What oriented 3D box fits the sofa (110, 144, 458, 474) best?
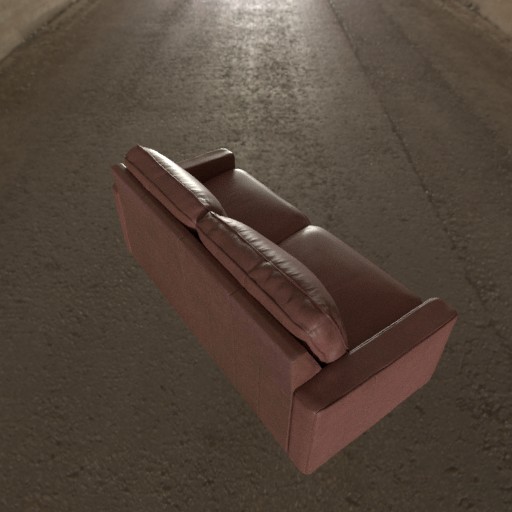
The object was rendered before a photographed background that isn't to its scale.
[{"bbox_3d":[0.000,0.000,2.593,0.940,0.919,2.080,-25,46,-26],"label":"sofa"}]
